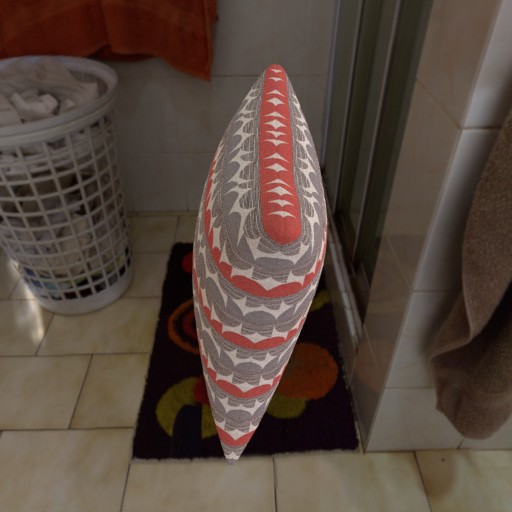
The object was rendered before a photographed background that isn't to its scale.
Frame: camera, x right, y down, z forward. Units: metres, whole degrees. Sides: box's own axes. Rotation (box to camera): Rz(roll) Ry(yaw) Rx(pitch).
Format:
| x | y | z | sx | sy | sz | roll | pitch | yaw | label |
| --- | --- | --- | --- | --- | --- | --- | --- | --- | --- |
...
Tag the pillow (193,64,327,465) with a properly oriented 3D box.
| x | y | z | sx | sy | sz | roll | pitch | yaw | label |
| --- | --- | --- | --- | --- | --- | --- | --- | --- | --- |
| 0.000 | 0.000 | 0.639 | 0.180 | 0.410 | 0.420 | 1 | 41 | 1 | pillow |
